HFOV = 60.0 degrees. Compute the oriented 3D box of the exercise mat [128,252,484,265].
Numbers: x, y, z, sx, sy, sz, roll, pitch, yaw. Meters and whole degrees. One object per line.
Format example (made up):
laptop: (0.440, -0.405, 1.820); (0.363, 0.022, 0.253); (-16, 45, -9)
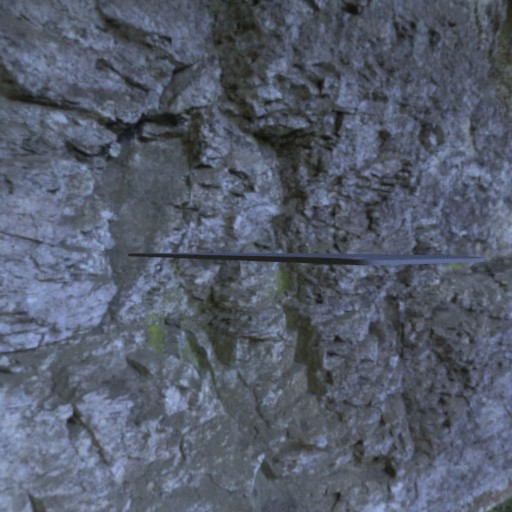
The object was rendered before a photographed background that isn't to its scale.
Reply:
exercise mat: (0.000, 0.000, 2.089); (0.616, 0.021, 1.884); (-1, 1, -35)
